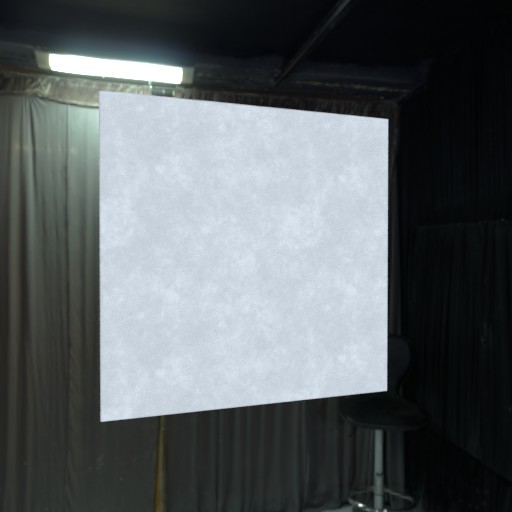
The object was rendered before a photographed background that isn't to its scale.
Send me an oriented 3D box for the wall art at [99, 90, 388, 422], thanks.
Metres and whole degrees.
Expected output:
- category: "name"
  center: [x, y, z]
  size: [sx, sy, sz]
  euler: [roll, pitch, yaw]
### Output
- category: "wall art"
  center: [0.000, 0.000, 0.456]
  size: [0.303, 0.303, 0.015]
  euler: [0, 1, -17]
